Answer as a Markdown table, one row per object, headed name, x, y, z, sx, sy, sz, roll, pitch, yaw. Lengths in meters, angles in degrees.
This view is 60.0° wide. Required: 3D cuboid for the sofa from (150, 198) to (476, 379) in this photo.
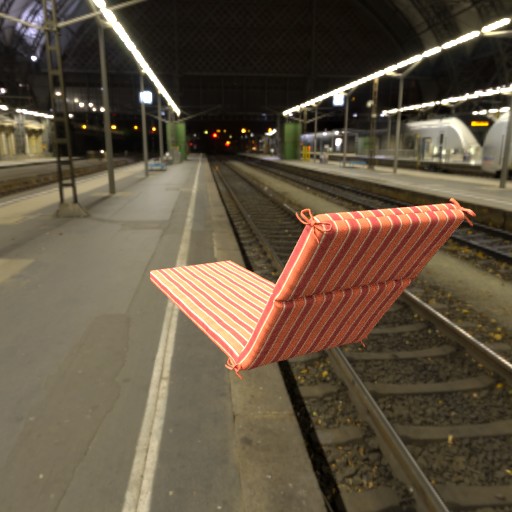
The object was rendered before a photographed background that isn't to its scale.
| name | x | y | z | sx | sy | sz | roll | pitch | yaw |
| --- | --- | --- | --- | --- | --- | --- | --- | --- | --- |
| sofa | 0.000 | 0.000 | 1.903 | 0.582 | 0.622 | 1.663 | -7 | 16 | -27 |
